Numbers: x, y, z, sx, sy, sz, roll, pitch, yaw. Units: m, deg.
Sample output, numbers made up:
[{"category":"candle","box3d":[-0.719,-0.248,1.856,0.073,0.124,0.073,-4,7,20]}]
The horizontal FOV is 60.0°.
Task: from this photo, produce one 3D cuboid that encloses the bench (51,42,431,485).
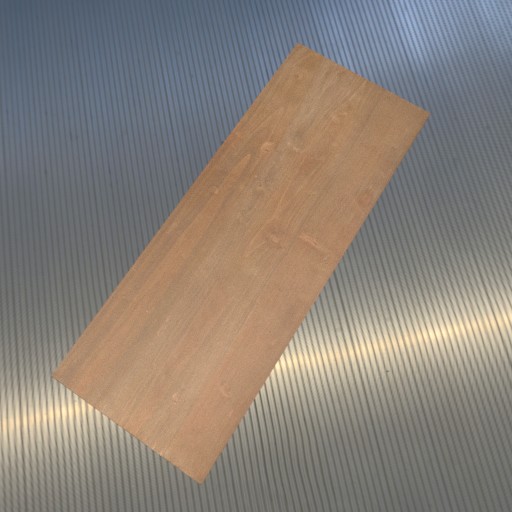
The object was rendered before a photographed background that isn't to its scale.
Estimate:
[{"category":"bench","box3d":[0.000,0.000,1.427,0.458,0.458,1.183,32,77,8]}]
